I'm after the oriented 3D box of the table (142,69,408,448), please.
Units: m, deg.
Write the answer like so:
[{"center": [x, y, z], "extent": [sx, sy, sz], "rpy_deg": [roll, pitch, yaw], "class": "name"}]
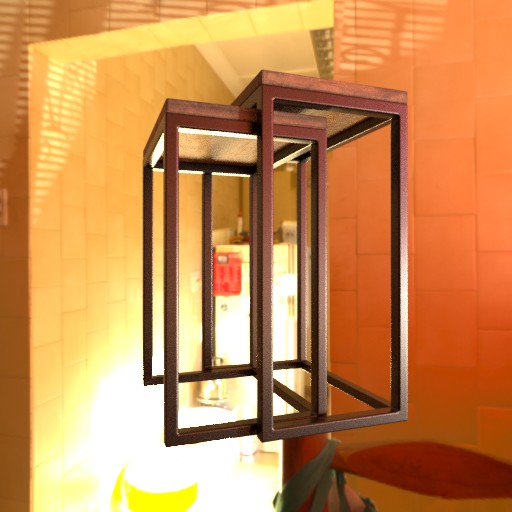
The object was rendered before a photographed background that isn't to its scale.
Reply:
[{"center": [0.000, 0.000, 0.964], "extent": [0.460, 0.615, 0.456], "rpy_deg": [0, 0, -17], "class": "table"}]
